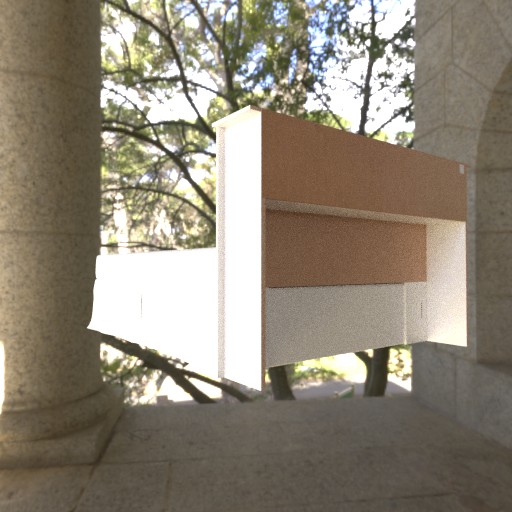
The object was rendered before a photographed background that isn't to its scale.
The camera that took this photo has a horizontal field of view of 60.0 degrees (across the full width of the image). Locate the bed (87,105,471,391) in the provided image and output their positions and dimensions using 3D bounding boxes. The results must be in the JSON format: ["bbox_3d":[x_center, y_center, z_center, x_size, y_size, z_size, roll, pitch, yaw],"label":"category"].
[{"bbox_3d":[0.000,0.000,3.030,1.671,1.092,2.133,1,-2,-37],"label":"bed"}]
